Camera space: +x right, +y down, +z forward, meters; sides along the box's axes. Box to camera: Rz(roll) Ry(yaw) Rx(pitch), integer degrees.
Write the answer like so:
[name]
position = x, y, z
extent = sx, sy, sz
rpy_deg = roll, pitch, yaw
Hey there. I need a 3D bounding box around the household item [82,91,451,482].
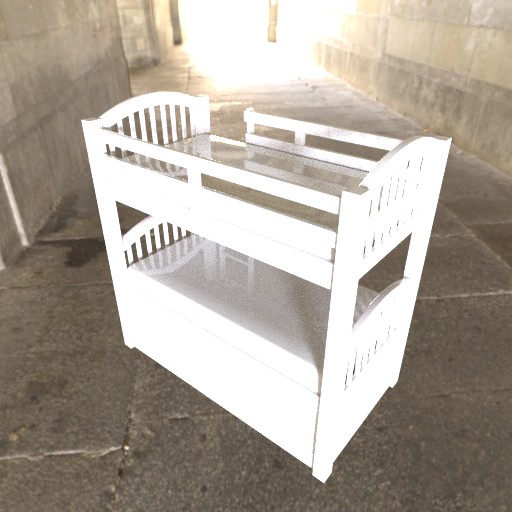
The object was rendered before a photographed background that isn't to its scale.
[household item]
position = 0.000, 0.000, 3.204
extent = 2.032, 2.032, 1.143
rpy_deg = 22, 37, 33
